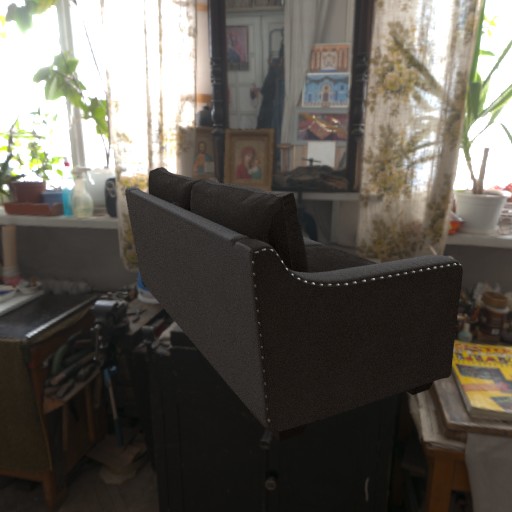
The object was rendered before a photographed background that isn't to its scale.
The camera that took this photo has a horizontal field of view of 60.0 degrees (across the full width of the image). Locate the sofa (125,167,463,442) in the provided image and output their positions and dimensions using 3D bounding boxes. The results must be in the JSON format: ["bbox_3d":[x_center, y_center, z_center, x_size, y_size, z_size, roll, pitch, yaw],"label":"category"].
[{"bbox_3d":[0.000,0.000,3.258,1.336,1.196,2.550,-8,17,-26],"label":"sofa"}]
